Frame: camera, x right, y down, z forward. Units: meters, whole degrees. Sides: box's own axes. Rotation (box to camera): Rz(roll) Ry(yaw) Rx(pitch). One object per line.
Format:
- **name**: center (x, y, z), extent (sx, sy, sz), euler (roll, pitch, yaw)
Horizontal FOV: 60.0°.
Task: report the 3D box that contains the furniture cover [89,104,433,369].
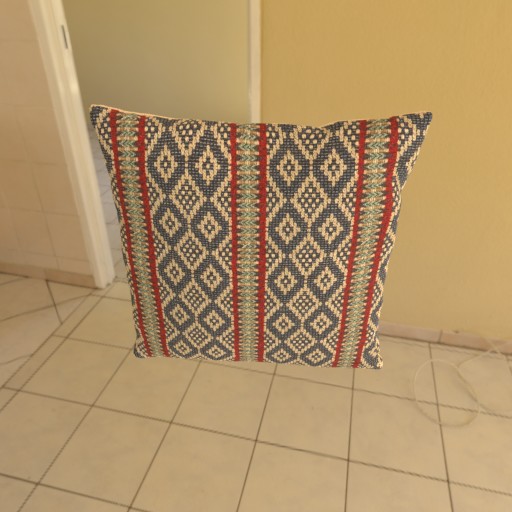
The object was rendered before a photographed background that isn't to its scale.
- **furniture cover**: center (0.000, 0.000, 0.660), extent (0.431, 0.431, 0.139), euler (2, 31, 3)
